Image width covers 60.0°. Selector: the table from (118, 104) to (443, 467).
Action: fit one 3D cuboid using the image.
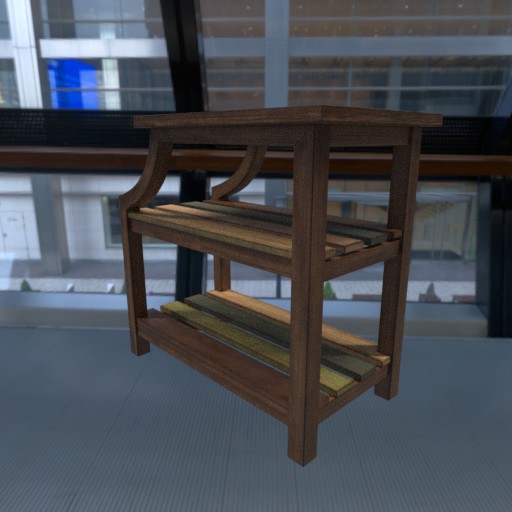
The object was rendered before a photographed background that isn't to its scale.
[{"bbox_3d":[0.000,0.000,0.971,0.356,0.584,0.609,-14,21,-42],"label":"table"}]
